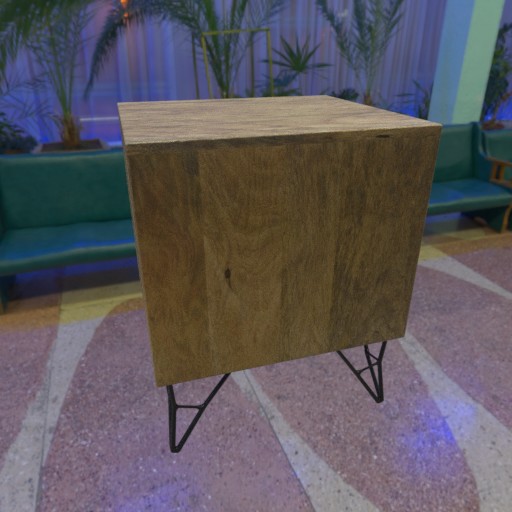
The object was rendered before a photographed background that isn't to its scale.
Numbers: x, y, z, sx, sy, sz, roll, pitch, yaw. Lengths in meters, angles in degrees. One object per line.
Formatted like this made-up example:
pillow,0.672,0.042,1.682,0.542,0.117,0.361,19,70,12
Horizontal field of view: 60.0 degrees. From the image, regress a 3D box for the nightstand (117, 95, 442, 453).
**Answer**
nightstand,0.000,0.000,0.894,0.457,0.559,0.406,-8,27,-15
